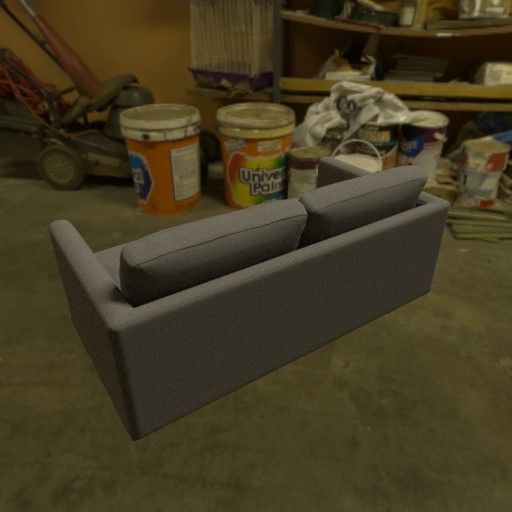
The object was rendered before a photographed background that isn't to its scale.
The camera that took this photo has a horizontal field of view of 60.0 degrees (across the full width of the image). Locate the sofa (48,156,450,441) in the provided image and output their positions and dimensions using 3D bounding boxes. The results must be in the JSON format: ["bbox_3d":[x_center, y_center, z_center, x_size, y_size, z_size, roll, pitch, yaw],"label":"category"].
[{"bbox_3d":[0.000,0.000,2.218,1.713,0.866,0.940,-19,35,-29],"label":"sofa"}]
